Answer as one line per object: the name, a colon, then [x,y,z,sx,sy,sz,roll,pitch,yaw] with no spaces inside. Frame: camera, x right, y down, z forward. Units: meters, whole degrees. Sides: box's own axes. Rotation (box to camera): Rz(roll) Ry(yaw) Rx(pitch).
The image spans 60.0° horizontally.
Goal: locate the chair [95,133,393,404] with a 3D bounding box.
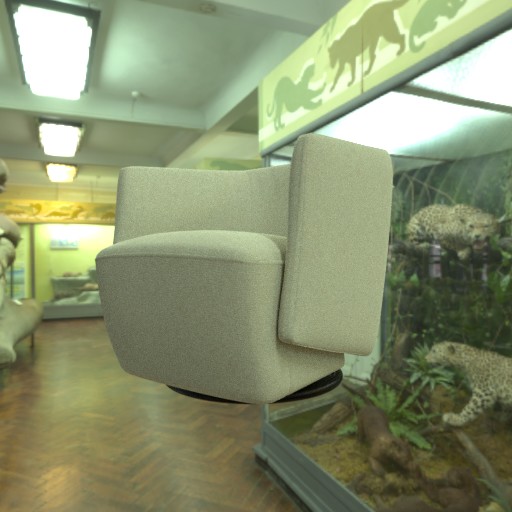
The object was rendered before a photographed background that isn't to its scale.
chair: [0.000,0.000,1.608,0.822,0.861,0.986,0,0,36]
